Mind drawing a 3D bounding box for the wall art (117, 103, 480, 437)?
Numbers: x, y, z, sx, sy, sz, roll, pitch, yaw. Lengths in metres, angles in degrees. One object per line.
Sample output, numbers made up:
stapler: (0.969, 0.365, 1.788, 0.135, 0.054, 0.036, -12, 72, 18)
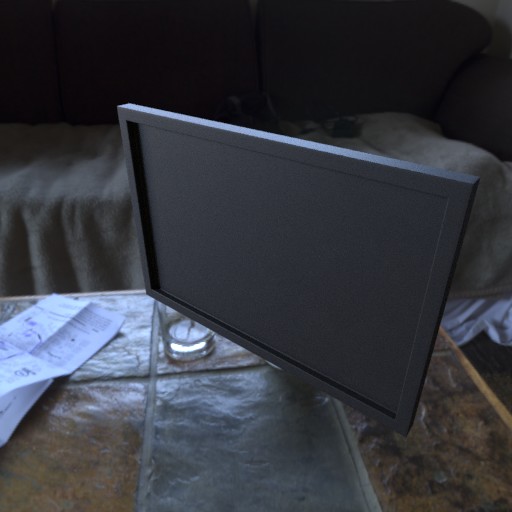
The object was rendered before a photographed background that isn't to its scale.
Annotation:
wall art: (0.000, 0.000, 0.544, 0.443, 0.301, 0.021, 22, 37, 32)
